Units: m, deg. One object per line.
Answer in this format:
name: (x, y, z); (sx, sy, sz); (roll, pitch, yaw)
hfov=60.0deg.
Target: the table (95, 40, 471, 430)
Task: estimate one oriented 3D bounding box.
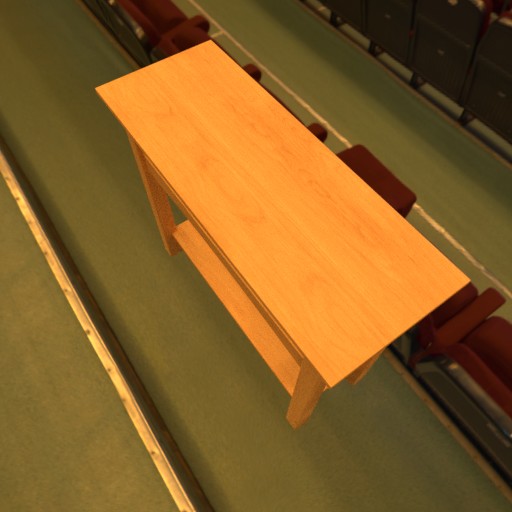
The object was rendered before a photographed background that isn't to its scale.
table: (0.000, 0.000, 1.271); (0.340, 0.728, 0.900); (-31, 64, -17)
